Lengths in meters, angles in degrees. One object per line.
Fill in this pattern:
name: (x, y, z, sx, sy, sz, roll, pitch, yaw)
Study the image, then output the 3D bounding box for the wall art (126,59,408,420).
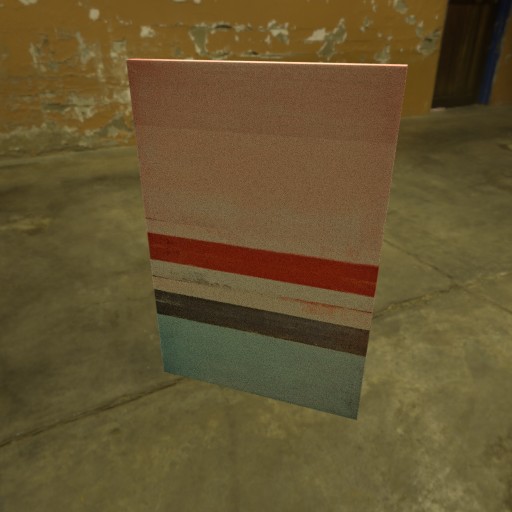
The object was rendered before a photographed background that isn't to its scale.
wall art: (0.000, 0.000, 1.138, 0.610, 0.914, 0.038, 9, 28, 17)
